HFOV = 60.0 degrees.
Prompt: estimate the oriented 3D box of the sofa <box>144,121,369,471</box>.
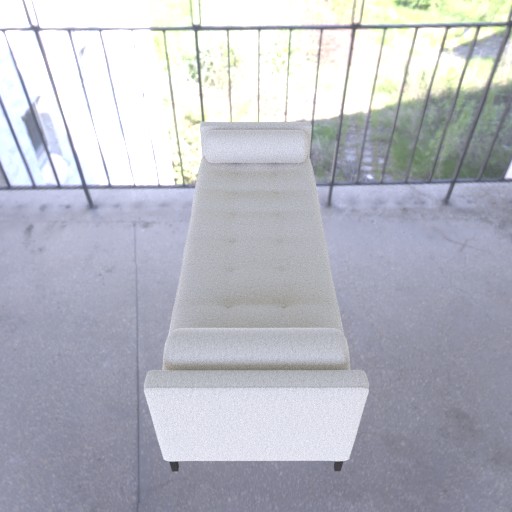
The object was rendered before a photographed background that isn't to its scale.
[{"bbox_3d":[0.000,0.000,2.335,0.746,0.641,1.985,0,41,0],"label":"sofa"}]
